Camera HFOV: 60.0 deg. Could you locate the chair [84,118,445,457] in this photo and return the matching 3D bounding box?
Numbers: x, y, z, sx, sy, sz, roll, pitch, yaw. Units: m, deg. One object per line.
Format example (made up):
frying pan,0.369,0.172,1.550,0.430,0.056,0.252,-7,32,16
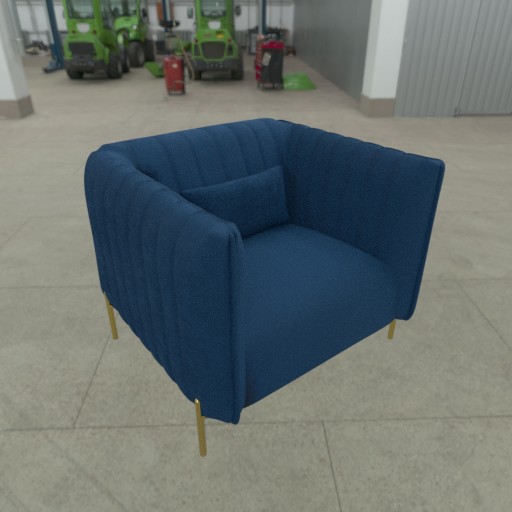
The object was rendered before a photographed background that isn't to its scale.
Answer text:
chair,0.000,0.000,1.625,0.947,0.793,0.877,-20,35,-32
